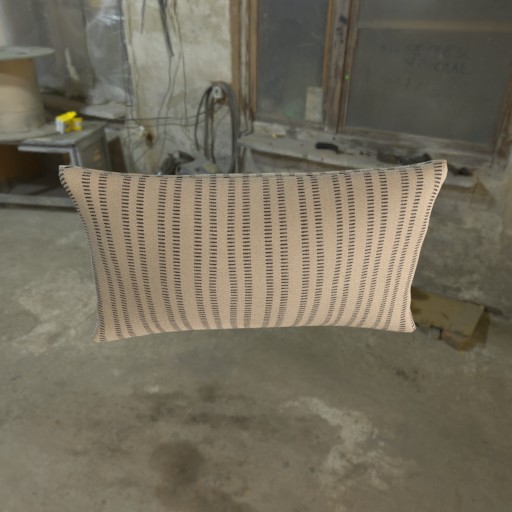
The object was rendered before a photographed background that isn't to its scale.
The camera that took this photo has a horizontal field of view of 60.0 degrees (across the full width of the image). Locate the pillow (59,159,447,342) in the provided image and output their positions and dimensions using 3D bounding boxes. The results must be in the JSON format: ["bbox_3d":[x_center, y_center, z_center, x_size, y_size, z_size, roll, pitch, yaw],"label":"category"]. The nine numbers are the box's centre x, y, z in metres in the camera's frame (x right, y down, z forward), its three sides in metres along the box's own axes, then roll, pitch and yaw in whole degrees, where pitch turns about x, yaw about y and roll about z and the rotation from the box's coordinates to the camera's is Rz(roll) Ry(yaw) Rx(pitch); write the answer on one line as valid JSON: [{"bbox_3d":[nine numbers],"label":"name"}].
[{"bbox_3d":[0.000,0.000,0.806,0.640,0.353,0.210,-2,30,-3],"label":"pillow"}]
